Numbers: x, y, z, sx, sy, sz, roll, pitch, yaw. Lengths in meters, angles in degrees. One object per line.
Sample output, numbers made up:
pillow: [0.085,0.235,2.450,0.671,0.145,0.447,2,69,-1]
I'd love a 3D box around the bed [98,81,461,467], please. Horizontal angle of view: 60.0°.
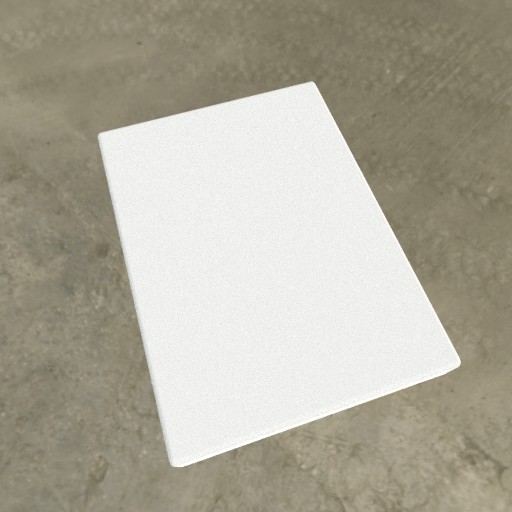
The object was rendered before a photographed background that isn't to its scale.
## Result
bed: [0.000,0.000,2.787,1.529,0.593,2.050,-16,65,-8]
